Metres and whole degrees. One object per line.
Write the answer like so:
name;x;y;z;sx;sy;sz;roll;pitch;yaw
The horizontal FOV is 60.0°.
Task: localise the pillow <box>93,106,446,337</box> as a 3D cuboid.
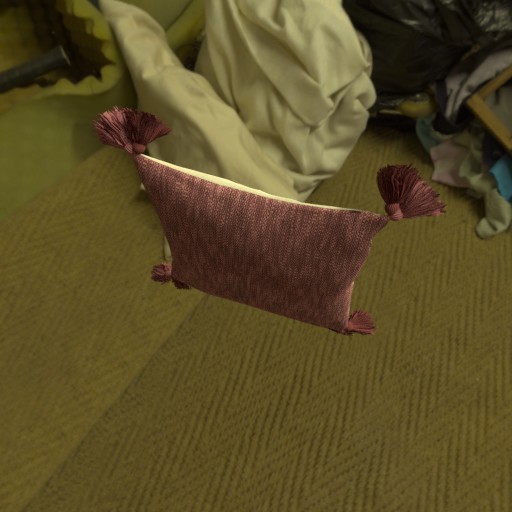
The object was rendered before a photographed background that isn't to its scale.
pillow;0.000;0.000;0.975;0.641;0.659;0.138;16;60;9
